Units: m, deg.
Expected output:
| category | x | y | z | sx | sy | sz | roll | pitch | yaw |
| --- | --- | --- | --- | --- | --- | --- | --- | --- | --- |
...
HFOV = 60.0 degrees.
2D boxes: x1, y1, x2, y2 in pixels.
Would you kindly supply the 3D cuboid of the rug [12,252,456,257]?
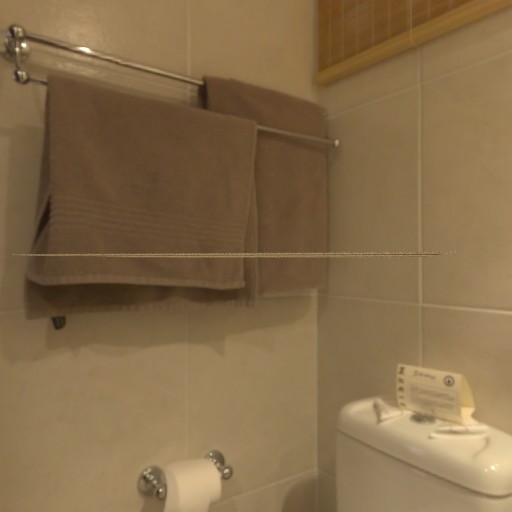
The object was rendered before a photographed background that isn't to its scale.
| category | x | y | z | sx | sy | sz | roll | pitch | yaw |
| --- | --- | --- | --- | --- | --- | --- | --- | --- | --- |
| rug | 0.000 | 0.000 | 3.994 | 3.037 | 0.004 | 2.453 | 0 | -1 | 17 |
